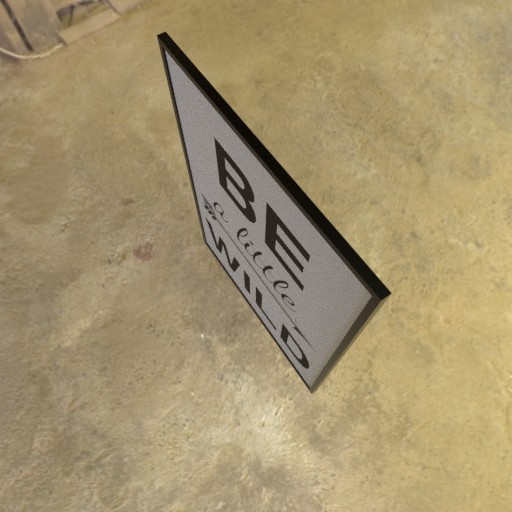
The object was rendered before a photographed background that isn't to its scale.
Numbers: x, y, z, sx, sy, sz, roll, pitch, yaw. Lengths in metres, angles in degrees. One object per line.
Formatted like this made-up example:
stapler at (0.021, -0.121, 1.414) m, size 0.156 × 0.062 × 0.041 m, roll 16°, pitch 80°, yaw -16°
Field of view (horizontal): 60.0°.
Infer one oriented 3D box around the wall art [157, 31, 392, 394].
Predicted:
wall art at (0.000, 0.000, 0.762) m, size 0.013 × 0.582 × 0.442 m, roll -31°, pitch 68°, yaw -14°
